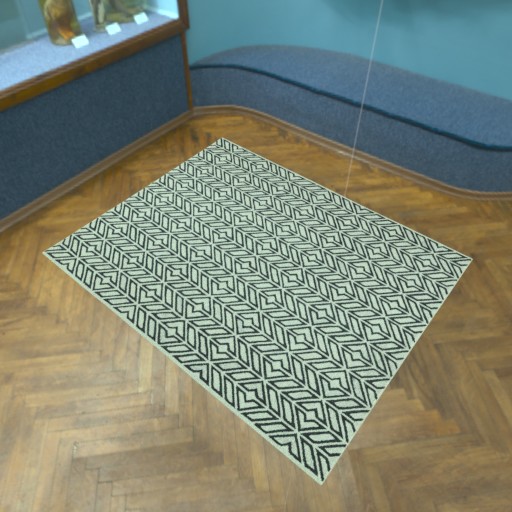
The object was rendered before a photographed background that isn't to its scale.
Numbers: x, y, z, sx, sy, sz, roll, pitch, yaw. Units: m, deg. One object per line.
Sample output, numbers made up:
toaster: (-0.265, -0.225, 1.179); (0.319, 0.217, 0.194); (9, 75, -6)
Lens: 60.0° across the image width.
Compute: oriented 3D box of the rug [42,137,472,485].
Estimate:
rug: (0.000, 0.000, 4.001); (3.045, 0.008, 2.421); (32, 55, 25)
